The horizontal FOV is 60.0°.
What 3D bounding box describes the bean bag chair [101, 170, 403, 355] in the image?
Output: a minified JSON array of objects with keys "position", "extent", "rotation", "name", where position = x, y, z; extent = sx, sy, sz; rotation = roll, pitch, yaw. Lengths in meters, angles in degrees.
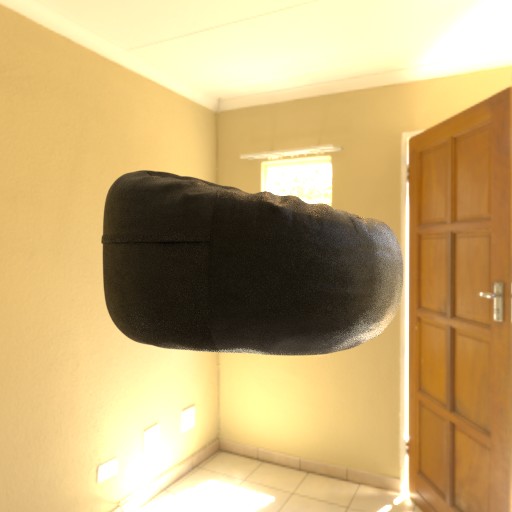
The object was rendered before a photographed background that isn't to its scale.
[{"position":[0.000,0.000,2.416],"extent":[1.524,0.878,1.524],"rotation":[0,1,18],"name":"bean bag chair"}]
